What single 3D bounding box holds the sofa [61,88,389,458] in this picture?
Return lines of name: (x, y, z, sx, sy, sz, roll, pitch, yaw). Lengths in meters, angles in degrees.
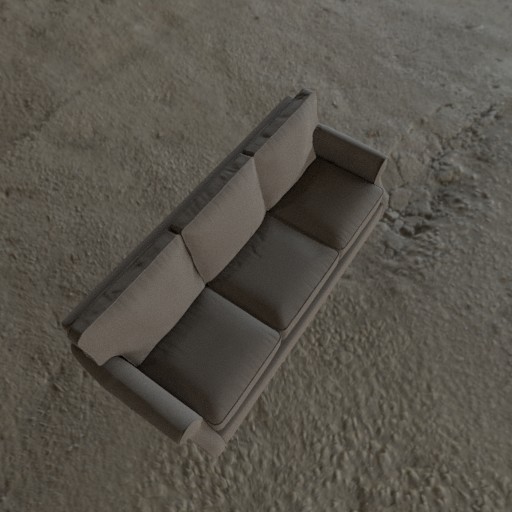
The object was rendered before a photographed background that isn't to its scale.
sofa: (0.000, 0.000, 2.871, 0.966, 0.948, 2.353, 31, 63, 17)
